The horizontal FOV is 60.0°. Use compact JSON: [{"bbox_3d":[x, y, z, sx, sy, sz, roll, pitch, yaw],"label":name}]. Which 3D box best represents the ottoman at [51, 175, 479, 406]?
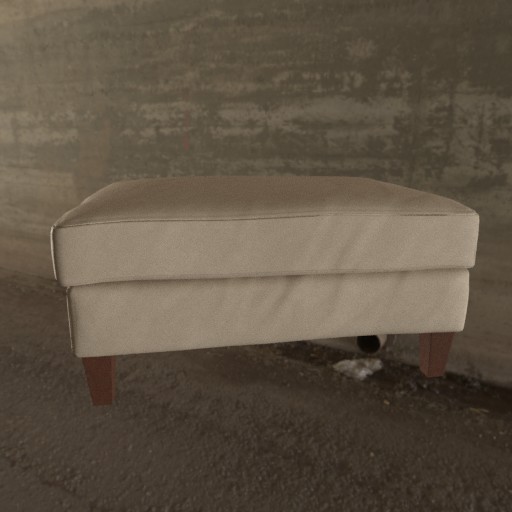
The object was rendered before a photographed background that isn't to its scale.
[{"bbox_3d":[0.000,0.000,1.414,1.002,0.492,0.836,-2,16,-8],"label":"ottoman"}]
